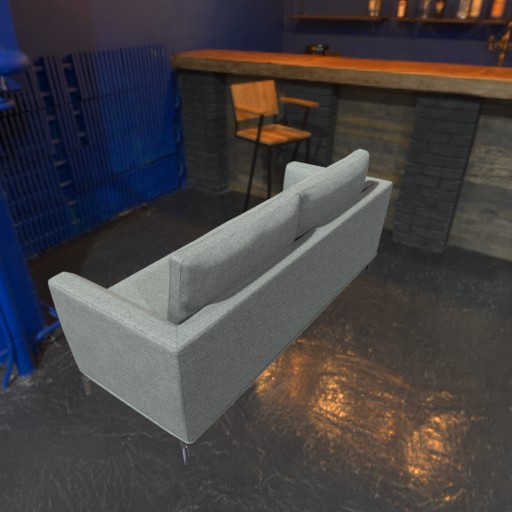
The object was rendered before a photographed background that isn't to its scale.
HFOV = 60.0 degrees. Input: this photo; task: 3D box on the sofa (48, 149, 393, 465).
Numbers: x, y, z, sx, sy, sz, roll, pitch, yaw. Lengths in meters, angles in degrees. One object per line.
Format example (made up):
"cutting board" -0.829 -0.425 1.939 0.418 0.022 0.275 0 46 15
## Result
"sofa" 0.000 0.000 2.745 0.869 1.002 2.212 19 35 30
